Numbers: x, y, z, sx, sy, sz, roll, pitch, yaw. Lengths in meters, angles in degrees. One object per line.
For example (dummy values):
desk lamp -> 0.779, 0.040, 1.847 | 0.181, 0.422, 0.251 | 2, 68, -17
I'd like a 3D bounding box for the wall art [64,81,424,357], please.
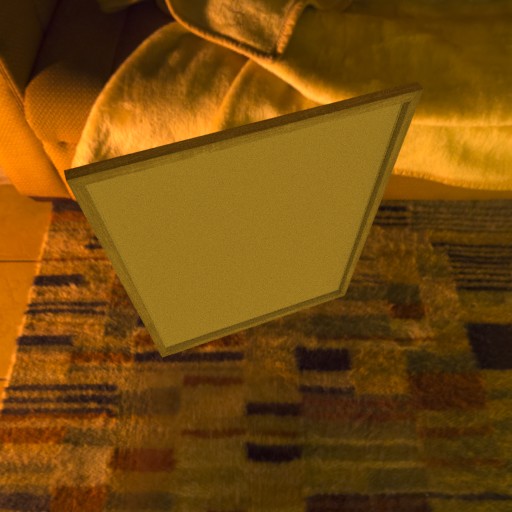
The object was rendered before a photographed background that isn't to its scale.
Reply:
wall art -> 0.000, 0.000, 1.354 | 0.781, 1.022, 0.035 | -17, 60, -11
